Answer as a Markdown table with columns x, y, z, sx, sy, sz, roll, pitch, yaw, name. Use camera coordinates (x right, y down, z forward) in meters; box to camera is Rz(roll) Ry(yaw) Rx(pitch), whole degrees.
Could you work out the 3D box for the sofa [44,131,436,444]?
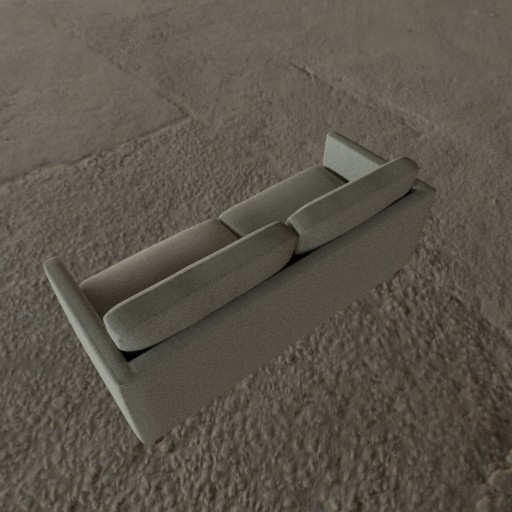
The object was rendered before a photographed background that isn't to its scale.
| x | y | z | sx | sy | sz | roll | pitch | yaw | name |
| --- | --- | --- | --- | --- | --- | --- | --- | --- | --- |
| 0.000 | 0.000 | 2.764 | 2.208 | 0.960 | 0.956 | -29 | 53 | -25 | sofa |
